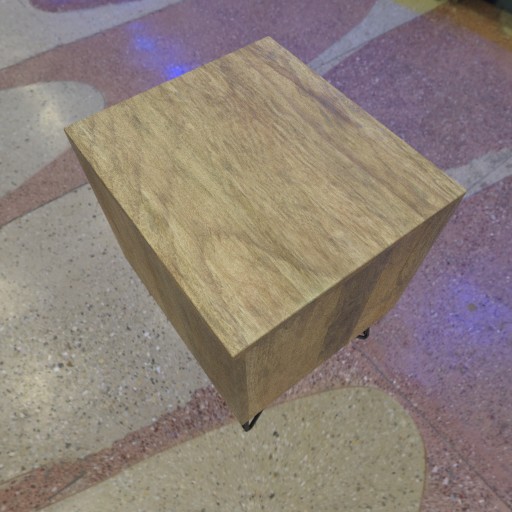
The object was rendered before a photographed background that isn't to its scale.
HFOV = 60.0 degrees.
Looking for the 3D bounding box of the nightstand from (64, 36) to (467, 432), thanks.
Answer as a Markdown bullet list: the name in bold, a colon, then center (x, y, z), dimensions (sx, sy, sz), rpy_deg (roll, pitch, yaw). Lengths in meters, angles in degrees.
- **nightstand**: center (0.000, 0.000, 0.891), dimensions (0.406, 0.559, 0.457), rpy_deg (-32, 64, -18)
